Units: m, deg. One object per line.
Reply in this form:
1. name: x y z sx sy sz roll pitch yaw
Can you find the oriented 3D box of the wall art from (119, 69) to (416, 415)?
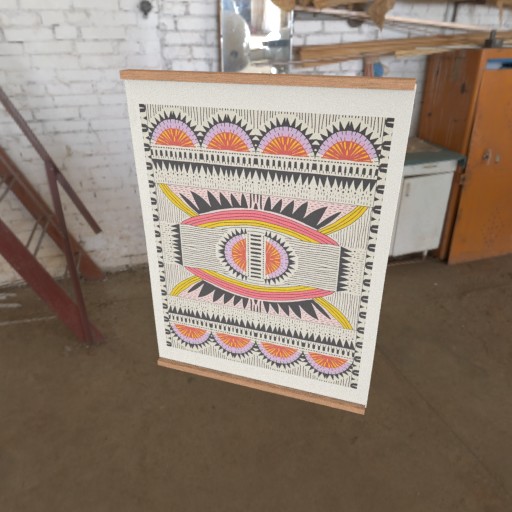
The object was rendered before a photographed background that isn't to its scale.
1. wall art: 0.000 0.000 0.799 0.456 0.609 0.028 9 29 16
